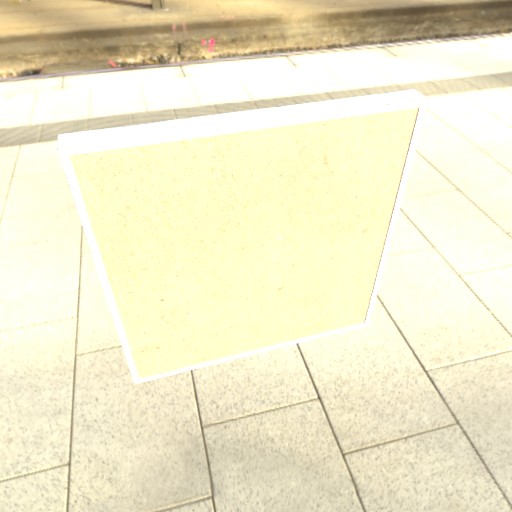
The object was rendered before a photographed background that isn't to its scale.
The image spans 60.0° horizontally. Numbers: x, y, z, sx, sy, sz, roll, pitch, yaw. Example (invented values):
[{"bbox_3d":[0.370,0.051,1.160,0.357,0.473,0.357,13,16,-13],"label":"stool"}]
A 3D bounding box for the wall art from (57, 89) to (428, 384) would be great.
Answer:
[{"bbox_3d":[0.000,0.000,0.766,0.508,0.508,0.038,-11,43,-12],"label":"wall art"}]
